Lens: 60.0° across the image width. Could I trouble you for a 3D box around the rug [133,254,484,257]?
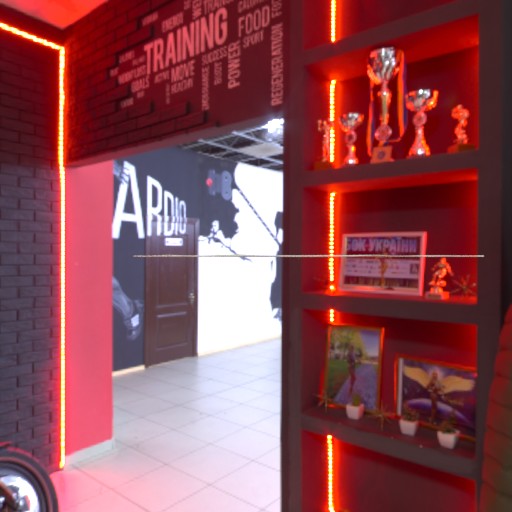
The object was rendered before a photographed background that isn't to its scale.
[{"bbox_3d":[0.000,0.000,3.060,1.522,0.012,2.440,0,0,-18],"label":"rug"}]
